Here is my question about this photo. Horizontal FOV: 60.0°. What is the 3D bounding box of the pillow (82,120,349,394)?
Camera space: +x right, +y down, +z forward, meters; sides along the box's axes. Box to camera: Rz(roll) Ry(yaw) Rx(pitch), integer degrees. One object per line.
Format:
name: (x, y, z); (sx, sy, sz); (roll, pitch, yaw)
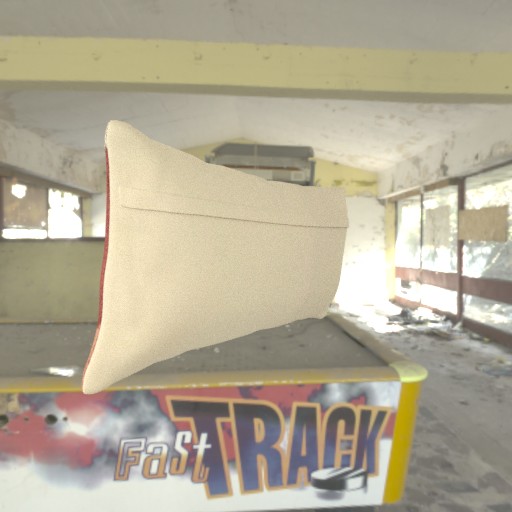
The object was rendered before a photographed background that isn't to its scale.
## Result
pillow: (0.000, 0.000, 0.716); (0.155, 0.292, 0.609); (1, 2, 34)
